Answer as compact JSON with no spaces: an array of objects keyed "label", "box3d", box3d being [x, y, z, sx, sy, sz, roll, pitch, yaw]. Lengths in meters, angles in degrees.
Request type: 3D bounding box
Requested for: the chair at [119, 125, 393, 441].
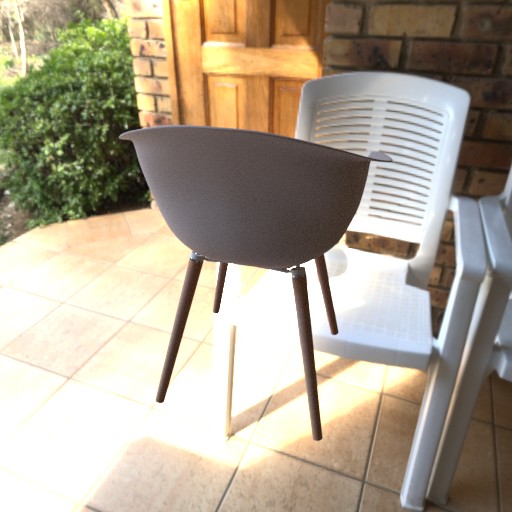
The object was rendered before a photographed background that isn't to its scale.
[{"label":"chair","box3d":[0.000,0.000,1.140,0.593,0.781,0.504,8,32,14]}]
